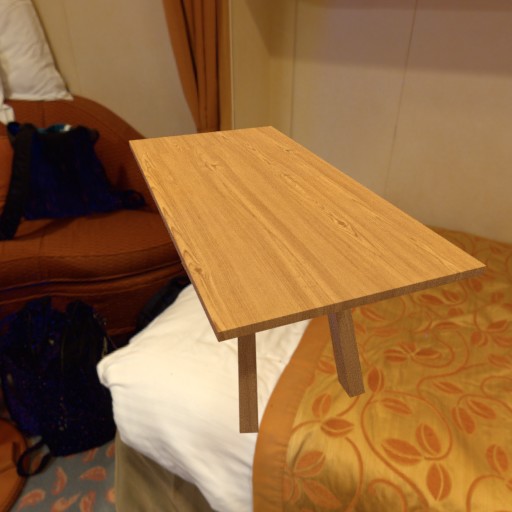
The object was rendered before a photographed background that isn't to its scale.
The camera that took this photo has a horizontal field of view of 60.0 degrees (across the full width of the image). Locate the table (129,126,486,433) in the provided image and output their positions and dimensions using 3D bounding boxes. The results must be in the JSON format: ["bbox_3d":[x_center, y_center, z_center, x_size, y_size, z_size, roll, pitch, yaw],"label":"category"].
[{"bbox_3d":[0.000,0.000,2.200,0.901,0.750,1.797,-11,33,-18],"label":"table"}]
